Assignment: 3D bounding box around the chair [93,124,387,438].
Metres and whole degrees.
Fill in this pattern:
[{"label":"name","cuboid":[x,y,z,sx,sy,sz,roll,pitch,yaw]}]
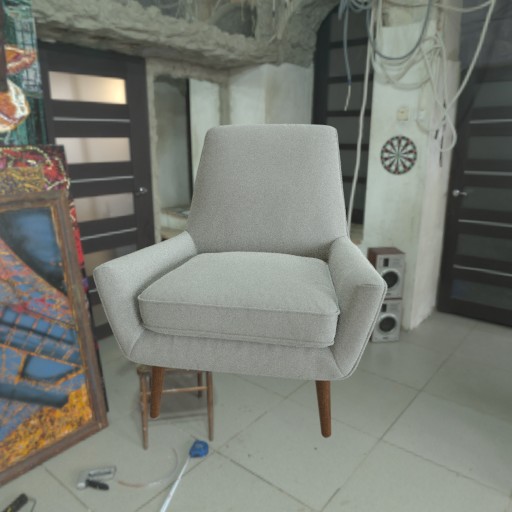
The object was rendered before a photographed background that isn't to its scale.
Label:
[{"label":"chair","cuboid":[0.000,0.000,1.525,0.787,0.888,0.822,3,15,9]}]
